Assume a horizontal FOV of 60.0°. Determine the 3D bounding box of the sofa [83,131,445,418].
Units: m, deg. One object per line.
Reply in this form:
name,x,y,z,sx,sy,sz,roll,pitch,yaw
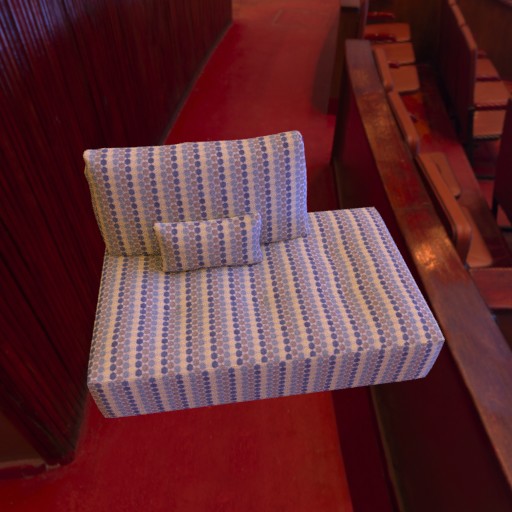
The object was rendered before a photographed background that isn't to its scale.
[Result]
sofa,0.000,0.000,1.999,1.450,0.820,1.000,-6,45,-6
